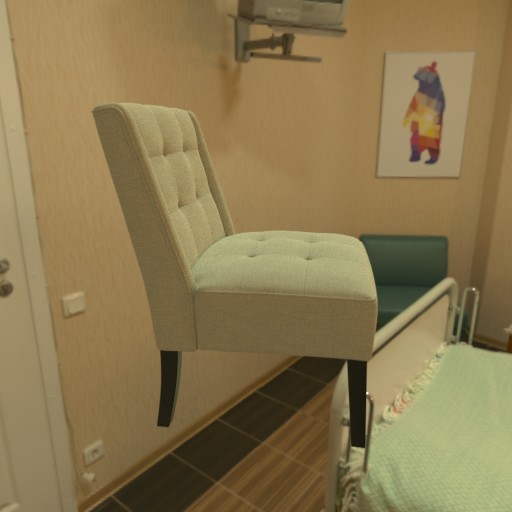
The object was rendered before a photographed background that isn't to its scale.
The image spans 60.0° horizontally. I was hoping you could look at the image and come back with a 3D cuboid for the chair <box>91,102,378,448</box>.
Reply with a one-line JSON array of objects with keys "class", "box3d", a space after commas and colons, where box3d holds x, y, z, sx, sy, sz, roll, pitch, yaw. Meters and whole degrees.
[{"class": "chair", "box3d": [0.000, 0.000, 1.320, 0.676, 0.853, 0.569, 3, 16, 9]}]
